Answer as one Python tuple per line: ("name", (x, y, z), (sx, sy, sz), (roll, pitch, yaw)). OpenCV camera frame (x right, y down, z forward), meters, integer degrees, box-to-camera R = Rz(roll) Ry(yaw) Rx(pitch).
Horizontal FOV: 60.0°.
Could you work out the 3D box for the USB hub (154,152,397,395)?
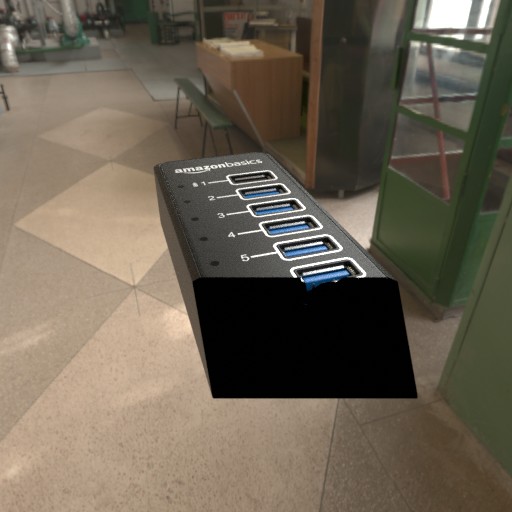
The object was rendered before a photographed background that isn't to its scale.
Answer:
("USB hub", (0.000, 0.000, 0.129), (0.044, 0.023, 0.110), (-10, 34, -15))
